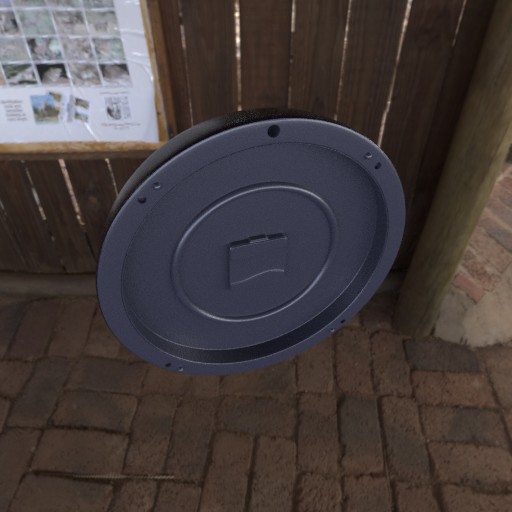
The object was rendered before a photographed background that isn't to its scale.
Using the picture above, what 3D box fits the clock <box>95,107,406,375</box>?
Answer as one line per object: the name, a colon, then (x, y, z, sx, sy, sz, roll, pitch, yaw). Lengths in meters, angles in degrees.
clock: (0.000, 0.000, 0.436, 0.300, 0.300, 0.060, -13, 42, -14)
